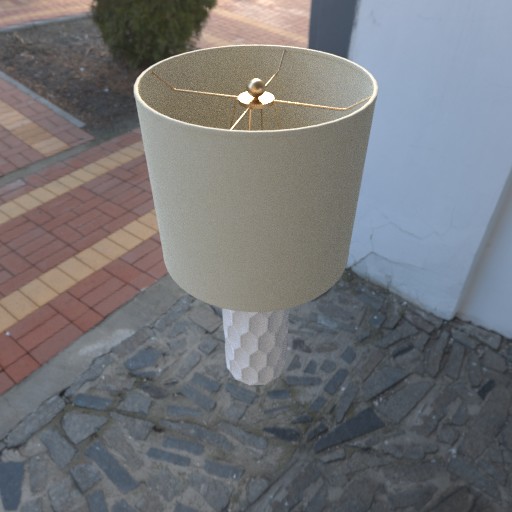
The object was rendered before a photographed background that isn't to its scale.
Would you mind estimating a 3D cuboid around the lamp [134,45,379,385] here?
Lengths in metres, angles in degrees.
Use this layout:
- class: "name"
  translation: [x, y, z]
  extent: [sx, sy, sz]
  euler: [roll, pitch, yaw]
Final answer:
- class: "lamp"
  translation: [0.000, 0.000, 0.686]
  extent: [0.277, 0.537, 0.277]
  euler: [-24, 46, -25]
